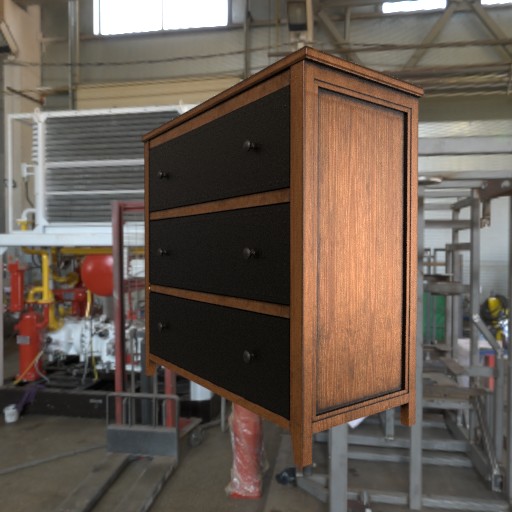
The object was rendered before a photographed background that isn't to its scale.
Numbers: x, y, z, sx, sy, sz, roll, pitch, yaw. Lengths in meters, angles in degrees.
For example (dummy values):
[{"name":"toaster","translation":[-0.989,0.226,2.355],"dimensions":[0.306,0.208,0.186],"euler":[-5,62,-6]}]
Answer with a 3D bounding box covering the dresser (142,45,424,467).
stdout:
[{"name":"dresser","translation":[0.000,0.000,1.936],"dimensions":[0.591,1.224,1.250],"euler":[-1,1,-36]}]
